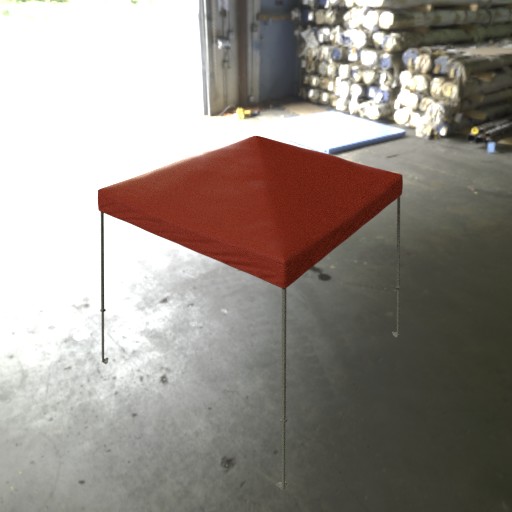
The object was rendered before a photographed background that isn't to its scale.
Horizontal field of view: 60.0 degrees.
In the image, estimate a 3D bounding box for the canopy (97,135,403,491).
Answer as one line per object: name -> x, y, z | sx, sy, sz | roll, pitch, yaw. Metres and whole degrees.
canopy -> 0.000, 0.000, 5.225 | 2.850, 2.850, 2.849 | 21, 37, 32
